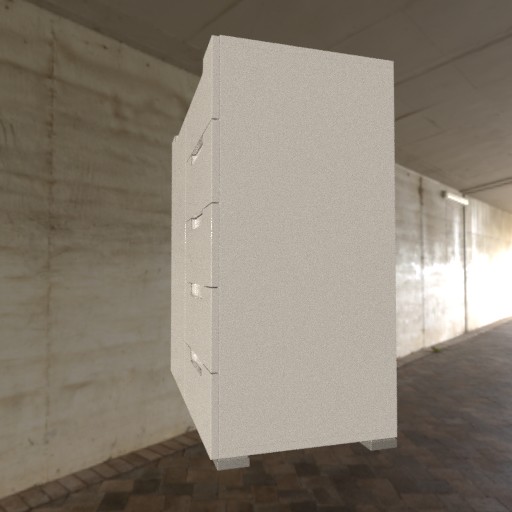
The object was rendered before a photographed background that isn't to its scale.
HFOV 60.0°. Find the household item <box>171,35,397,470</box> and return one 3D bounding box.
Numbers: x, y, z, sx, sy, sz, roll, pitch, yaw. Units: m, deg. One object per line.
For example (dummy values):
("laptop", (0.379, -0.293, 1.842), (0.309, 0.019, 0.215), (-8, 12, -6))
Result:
("household item", (0.000, 0.000, 1.322), (0.420, 0.870, 0.800), (1, -2, -16))
